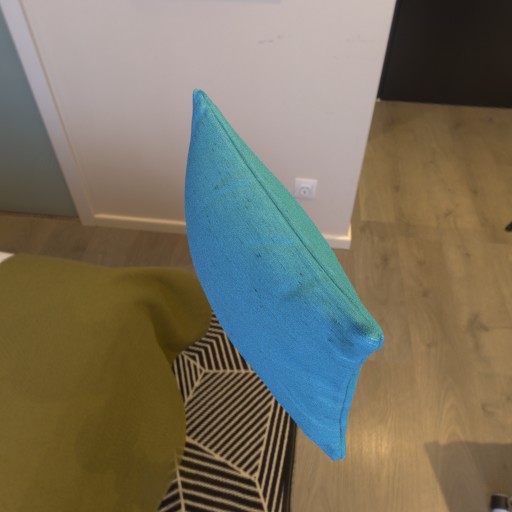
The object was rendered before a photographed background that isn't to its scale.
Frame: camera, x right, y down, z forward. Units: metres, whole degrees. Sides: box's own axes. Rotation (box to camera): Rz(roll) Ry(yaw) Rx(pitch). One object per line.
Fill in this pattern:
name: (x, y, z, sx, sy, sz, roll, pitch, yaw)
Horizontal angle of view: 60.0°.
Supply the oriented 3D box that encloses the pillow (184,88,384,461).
pillow: (0.000, 0.000, 0.775, 0.210, 0.338, 0.633, -17, 48, -16)
